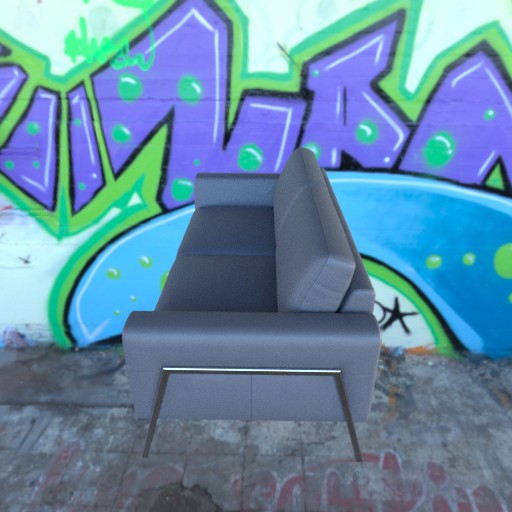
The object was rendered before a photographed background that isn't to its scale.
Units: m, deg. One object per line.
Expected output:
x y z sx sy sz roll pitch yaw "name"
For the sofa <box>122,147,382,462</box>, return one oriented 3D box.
0.000 0.000 2.544 0.953 0.875 2.017 1 27 1 "sofa"
